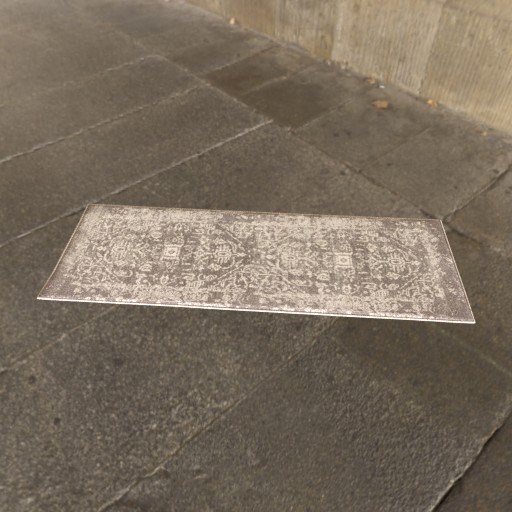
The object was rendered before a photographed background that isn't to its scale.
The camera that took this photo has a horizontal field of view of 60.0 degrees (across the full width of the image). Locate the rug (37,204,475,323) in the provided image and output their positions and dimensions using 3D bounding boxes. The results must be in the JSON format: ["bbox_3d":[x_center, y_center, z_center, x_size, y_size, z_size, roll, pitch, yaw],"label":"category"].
[{"bbox_3d":[0.000,0.000,2.763,2.452,0.017,0.855,3,46,3],"label":"rug"}]
